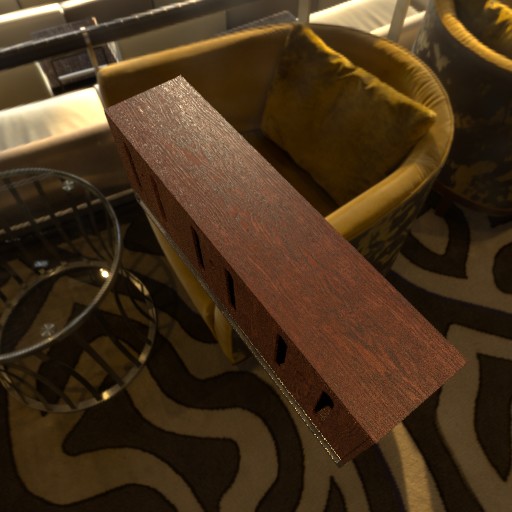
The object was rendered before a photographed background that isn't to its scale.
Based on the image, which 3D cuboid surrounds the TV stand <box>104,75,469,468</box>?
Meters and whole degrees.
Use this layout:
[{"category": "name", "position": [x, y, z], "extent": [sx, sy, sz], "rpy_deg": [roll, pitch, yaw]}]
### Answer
[{"category": "TV stand", "position": [0.000, 0.000, 1.751], "extent": [0.382, 0.578, 1.541], "rpy_deg": [-32, 64, -18]}]
